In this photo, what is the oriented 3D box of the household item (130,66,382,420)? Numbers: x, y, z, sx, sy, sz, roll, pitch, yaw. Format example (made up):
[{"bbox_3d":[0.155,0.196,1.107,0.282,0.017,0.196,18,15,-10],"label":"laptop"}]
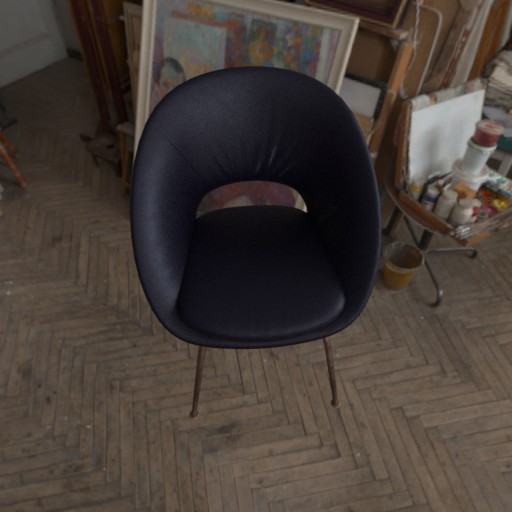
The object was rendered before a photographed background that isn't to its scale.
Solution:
[{"bbox_3d":[0.000,0.000,1.263,0.623,0.852,0.573,-4,48,-3],"label":"household item"}]
